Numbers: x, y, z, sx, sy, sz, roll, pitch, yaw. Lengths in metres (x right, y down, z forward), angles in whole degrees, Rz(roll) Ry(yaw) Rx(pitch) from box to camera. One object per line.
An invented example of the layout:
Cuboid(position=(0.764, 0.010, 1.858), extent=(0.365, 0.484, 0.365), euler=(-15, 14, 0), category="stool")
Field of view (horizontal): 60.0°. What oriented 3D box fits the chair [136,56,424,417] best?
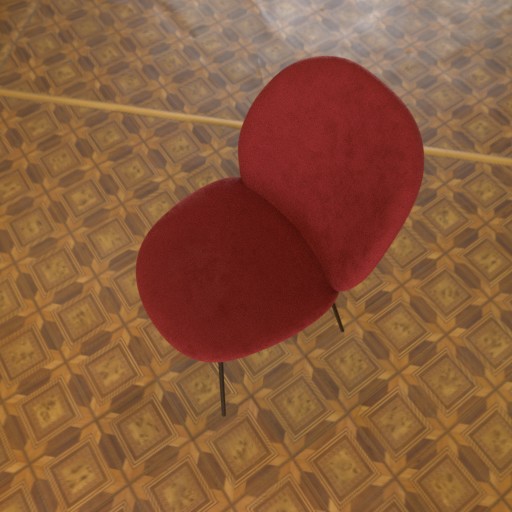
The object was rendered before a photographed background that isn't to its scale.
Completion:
Cuboid(position=(0.000, 0.000, 1.097), extent=(0.587, 0.791, 0.458), euler=(-33, 69, -15), category="chair")
